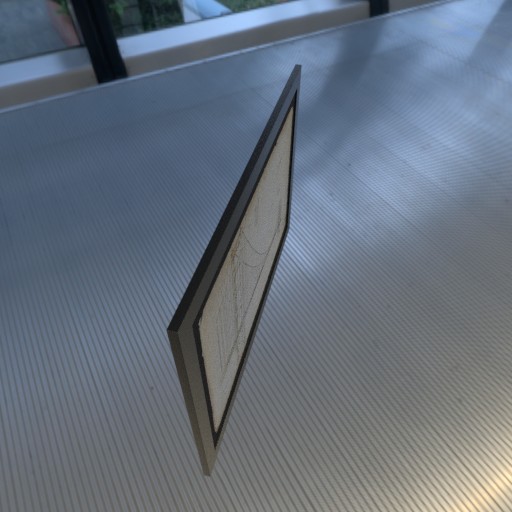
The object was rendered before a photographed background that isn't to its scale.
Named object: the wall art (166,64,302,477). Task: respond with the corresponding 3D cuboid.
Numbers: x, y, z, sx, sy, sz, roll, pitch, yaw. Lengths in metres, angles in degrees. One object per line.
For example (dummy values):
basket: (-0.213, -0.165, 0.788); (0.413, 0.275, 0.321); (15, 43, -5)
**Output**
wall art: (0.000, 0.000, 0.833); (0.013, 0.447, 0.660); (11, 47, 10)
